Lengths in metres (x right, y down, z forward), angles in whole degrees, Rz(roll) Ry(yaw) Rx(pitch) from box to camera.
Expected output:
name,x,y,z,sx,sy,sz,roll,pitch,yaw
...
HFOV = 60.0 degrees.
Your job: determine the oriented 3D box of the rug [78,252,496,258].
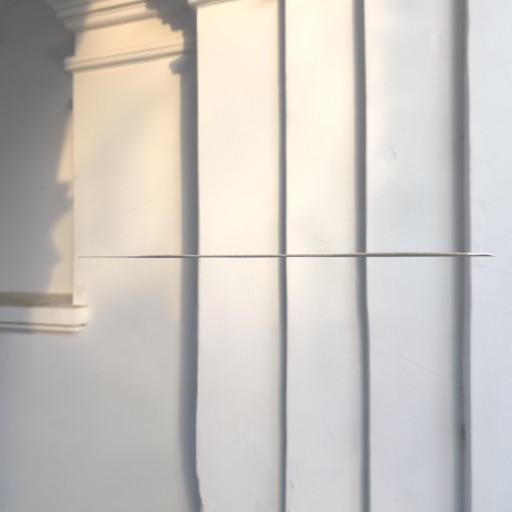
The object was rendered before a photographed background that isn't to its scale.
name,x,y,z,sx,sy,sz,roll,pitch,yaw
rug,0.000,0.000,2.639,2.439,0.013,0.762,0,-1,35
